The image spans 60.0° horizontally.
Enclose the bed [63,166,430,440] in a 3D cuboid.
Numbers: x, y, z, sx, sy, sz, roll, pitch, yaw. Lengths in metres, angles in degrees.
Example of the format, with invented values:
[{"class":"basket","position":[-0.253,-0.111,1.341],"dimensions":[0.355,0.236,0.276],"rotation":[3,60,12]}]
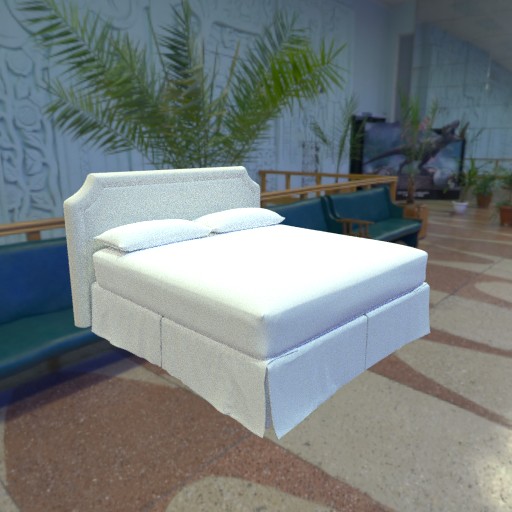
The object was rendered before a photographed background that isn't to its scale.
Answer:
[{"class":"bed","position":[0.000,0.000,3.594],"dimensions":[2.204,1.301,2.160],"rotation":[14,20,43]}]
